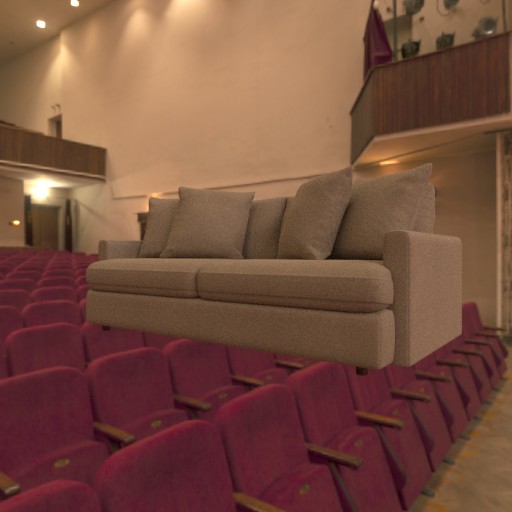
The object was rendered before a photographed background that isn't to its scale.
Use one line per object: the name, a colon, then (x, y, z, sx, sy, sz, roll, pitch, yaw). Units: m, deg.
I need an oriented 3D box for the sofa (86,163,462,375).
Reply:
sofa: (0.000, 0.000, 3.038, 2.380, 1.084, 1.228, 0, 0, 37)
